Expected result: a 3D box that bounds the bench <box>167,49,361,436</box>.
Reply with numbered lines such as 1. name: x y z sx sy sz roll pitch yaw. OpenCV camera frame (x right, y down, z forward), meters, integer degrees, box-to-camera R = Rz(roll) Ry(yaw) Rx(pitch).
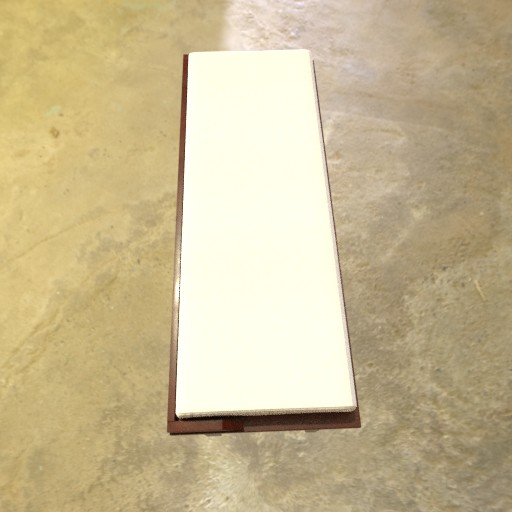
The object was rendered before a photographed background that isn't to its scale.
1. bench: 0.000 0.000 1.296 0.369 0.646 0.987 -2 65 -1
